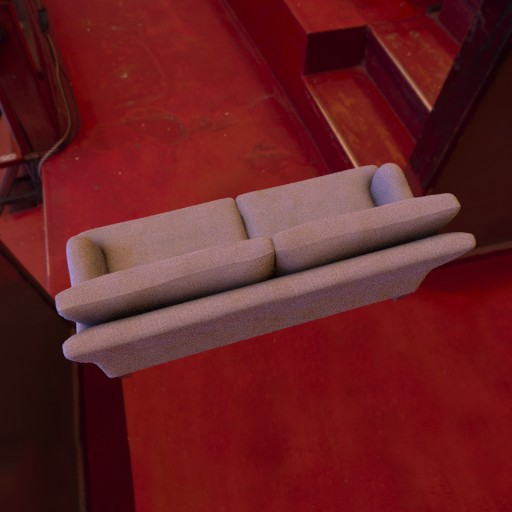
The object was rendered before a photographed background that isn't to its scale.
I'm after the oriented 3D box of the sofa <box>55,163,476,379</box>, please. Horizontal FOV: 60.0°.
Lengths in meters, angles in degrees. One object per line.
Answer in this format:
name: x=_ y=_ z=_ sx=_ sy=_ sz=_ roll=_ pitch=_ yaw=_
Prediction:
sofa: x=0.000 y=0.000 z=2.791 sx=2.193 sy=1.096 sz=1.069 roll=-14 pitch=59 yaw=-9
